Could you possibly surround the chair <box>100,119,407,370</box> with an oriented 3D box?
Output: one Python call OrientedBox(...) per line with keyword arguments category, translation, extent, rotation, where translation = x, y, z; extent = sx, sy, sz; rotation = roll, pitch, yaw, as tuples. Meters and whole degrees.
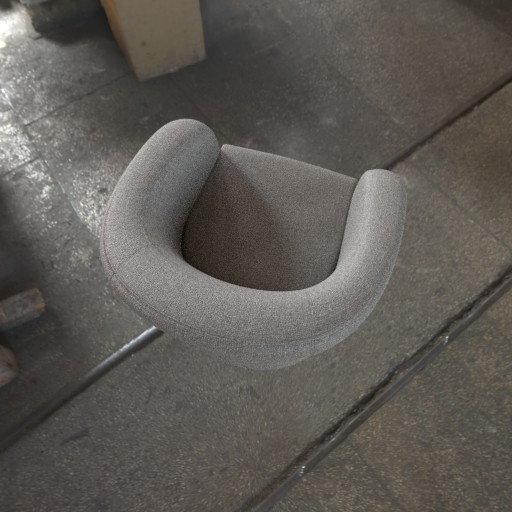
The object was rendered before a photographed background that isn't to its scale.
OrientedBox(category="chair", translation=(0.000, 0.000, 1.461), extent=(0.791, 0.771, 0.815), rotation=(17, 65, 8))
